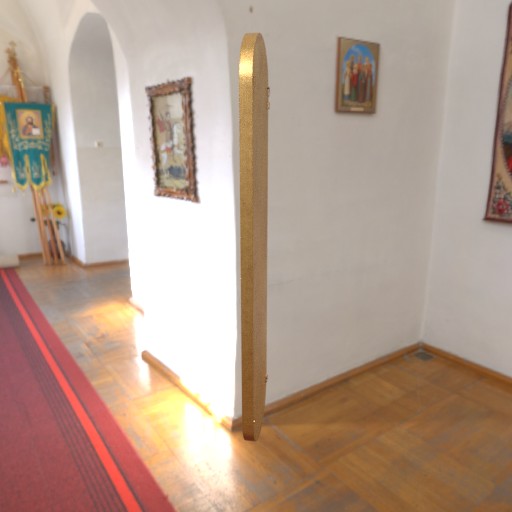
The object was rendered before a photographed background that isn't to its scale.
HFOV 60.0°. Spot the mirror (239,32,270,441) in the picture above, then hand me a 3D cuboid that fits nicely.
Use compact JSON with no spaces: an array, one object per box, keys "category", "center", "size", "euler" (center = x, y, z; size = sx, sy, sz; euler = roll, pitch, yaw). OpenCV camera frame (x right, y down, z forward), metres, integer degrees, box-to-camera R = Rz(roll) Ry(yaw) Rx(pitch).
[{"category":"mirror","center":[0.000,0.000,1.083],"size":[0.032,0.991,0.222],"euler":[2,15,9]}]
